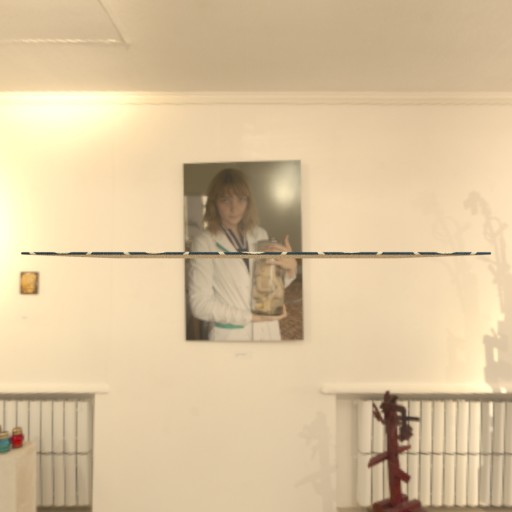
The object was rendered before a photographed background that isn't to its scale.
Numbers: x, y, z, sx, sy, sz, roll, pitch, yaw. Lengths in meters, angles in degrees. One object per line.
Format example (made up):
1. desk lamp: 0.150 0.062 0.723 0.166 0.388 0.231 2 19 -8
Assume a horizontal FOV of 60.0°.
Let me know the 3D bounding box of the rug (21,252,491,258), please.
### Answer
1. rug: 0.000 0.000 2.215 1.753 0.010 1.143 0 -1 0
